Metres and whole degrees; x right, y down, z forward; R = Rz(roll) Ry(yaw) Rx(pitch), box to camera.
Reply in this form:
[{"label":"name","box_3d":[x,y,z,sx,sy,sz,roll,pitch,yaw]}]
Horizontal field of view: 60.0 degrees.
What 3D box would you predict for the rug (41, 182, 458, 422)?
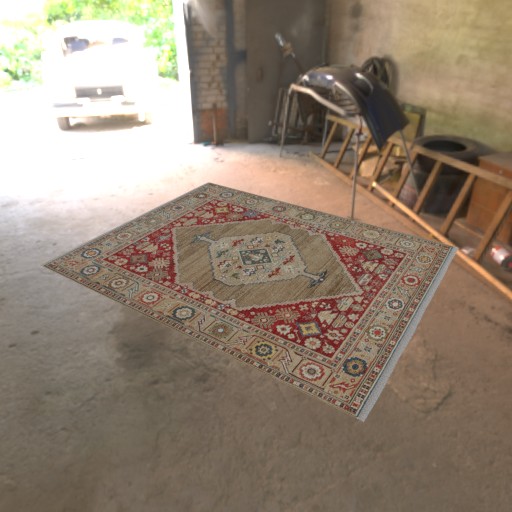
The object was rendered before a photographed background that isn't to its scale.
[{"label":"rug","box_3d":[0.000,0.000,4.197,3.143,0.008,2.451,19,36,28]}]
